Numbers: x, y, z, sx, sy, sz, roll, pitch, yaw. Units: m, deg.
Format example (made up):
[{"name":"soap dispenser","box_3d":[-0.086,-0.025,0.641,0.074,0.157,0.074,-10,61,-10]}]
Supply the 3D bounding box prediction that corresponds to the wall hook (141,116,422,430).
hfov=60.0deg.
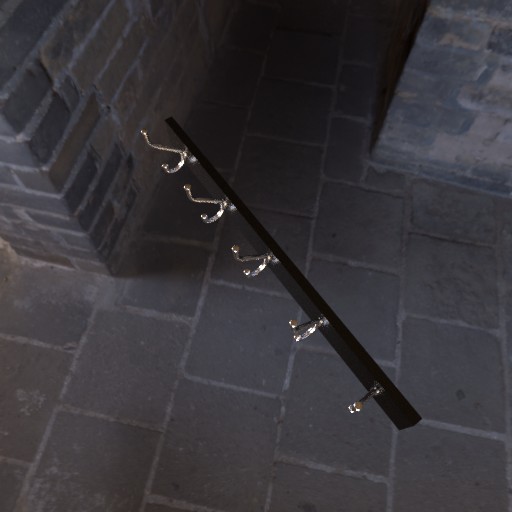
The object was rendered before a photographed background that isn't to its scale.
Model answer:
[{"name":"wall hook","box_3d":[0.000,0.000,0.612,0.071,0.117,0.571,-33,68,-15]}]
